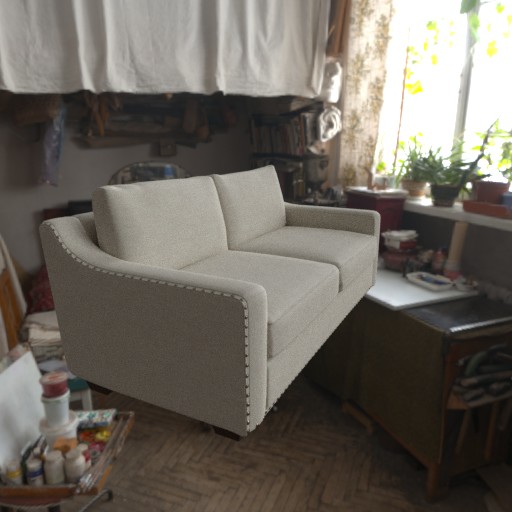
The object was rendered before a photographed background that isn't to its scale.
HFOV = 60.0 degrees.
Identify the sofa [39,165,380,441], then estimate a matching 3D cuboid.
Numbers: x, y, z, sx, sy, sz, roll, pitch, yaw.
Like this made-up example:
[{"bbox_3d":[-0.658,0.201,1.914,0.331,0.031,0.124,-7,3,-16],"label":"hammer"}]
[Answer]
[{"bbox_3d":[0.000,0.000,2.715,1.104,0.983,2.107,8,17,27],"label":"sofa"}]
